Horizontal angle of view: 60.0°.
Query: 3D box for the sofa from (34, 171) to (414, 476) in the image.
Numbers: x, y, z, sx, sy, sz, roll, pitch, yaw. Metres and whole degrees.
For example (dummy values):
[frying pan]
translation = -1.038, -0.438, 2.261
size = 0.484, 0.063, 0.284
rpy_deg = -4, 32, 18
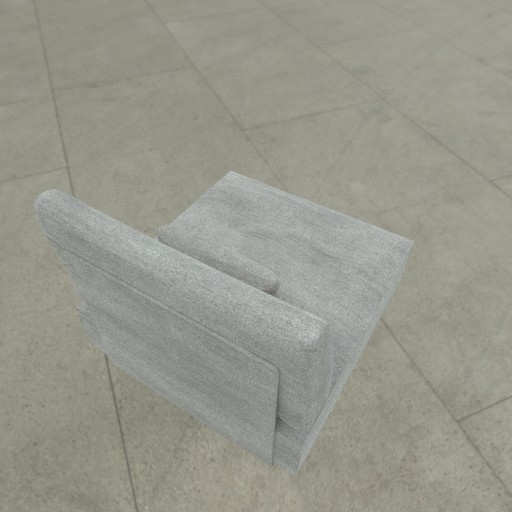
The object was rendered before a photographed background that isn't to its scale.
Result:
[sofa]
translation = 0.000, 0.000, 1.645
size = 0.930, 0.820, 1.000
rpy_deg = 25, 51, 22
